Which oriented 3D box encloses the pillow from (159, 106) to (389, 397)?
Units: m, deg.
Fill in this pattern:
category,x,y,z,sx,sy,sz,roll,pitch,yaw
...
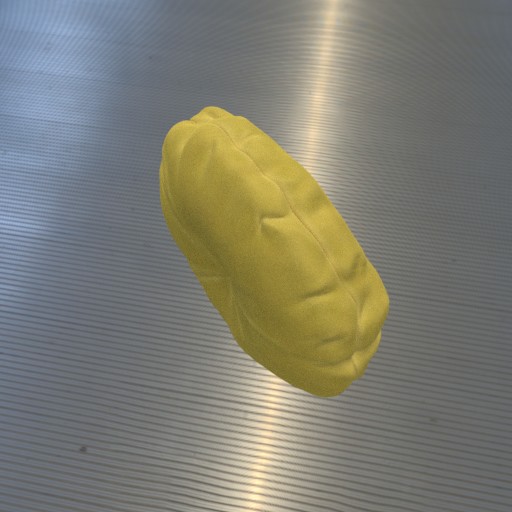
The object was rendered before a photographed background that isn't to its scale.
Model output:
category,x,y,z,sx,sy,sz,roll,pitch,yaw
pillow,0.000,0.000,0.628,0.148,0.407,0.428,-31,64,-18
